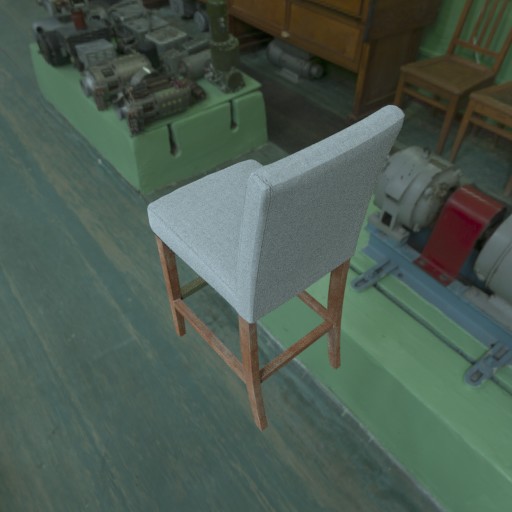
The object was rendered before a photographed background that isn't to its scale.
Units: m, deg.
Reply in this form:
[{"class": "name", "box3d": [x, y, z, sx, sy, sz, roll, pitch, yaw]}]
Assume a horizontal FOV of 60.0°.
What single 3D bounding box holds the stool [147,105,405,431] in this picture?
[{"class": "stool", "box3d": [0.000, 0.000, 1.420, 0.439, 1.088, 0.570, -31, 53, -26]}]
